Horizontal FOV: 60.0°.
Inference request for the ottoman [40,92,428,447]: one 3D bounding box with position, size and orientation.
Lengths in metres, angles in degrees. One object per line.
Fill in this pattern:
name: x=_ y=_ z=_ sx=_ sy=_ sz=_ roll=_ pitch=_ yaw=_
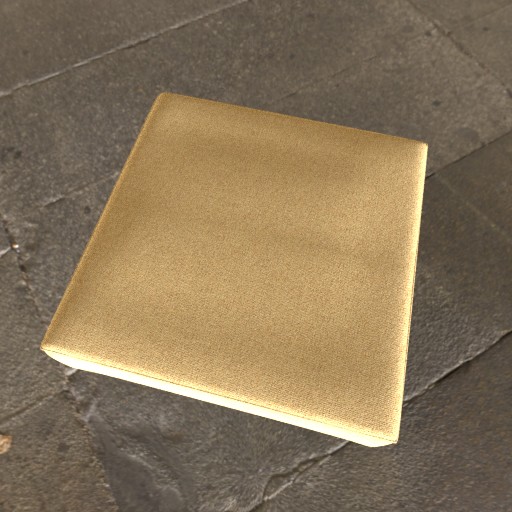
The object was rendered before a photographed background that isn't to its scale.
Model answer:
ottoman: x=0.000 y=0.000 z=1.476 sx=0.970 sy=0.378 sz=0.981 roll=13 pitch=64 yaw=6
